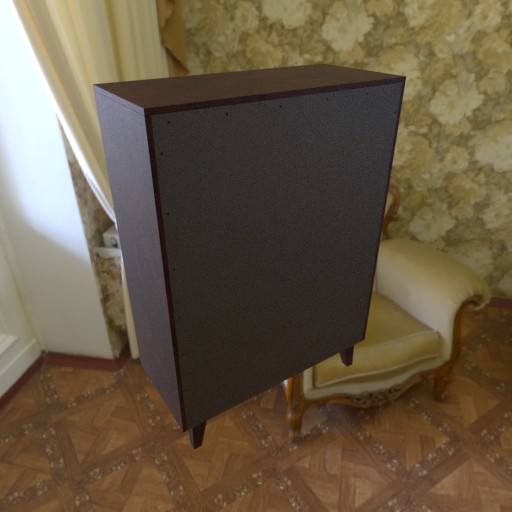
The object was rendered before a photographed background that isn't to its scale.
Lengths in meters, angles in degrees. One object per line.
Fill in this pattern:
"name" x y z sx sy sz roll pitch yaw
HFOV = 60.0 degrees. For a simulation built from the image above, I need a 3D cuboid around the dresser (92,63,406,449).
"dresser" 0.000 0.000 2.028 1.072 1.514 0.506 -18 35 -29
